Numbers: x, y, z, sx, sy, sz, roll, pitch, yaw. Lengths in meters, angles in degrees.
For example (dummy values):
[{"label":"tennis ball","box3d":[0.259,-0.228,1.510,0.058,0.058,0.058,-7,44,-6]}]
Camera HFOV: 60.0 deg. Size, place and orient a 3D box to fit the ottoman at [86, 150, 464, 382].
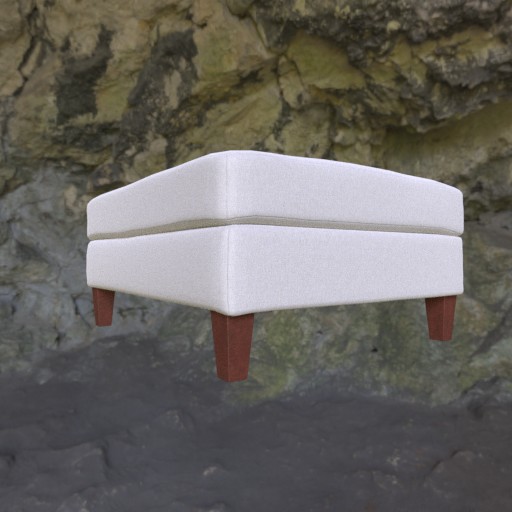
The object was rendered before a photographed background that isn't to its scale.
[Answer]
[{"label":"ottoman","box3d":[0.000,0.000,1.439,0.836,0.492,0.976,0,0,-36]}]
